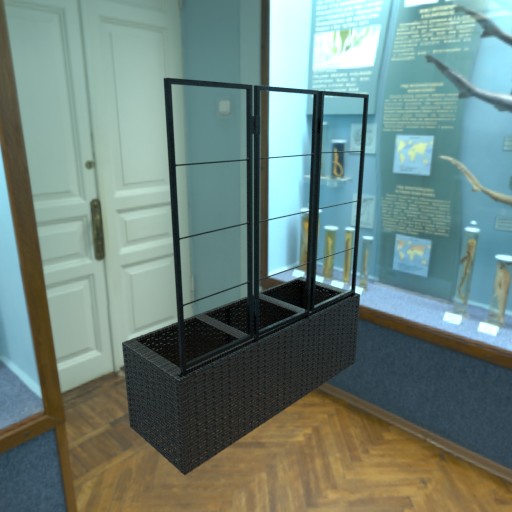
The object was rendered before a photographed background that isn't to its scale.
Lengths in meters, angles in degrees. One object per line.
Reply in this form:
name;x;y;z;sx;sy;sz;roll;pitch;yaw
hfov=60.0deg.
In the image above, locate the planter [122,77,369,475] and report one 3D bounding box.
planter;0.000;0.000;1.198;0.244;0.841;0.699;16;23;43
